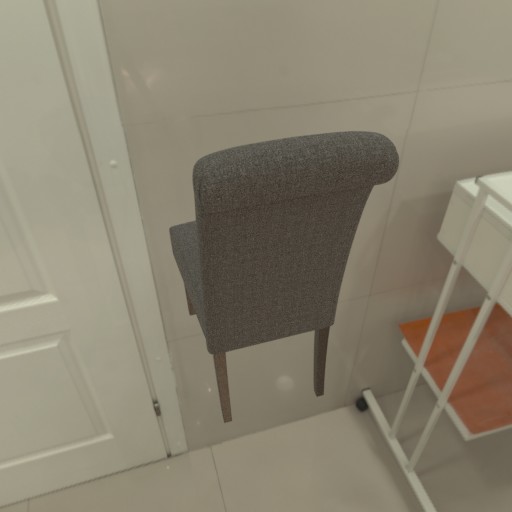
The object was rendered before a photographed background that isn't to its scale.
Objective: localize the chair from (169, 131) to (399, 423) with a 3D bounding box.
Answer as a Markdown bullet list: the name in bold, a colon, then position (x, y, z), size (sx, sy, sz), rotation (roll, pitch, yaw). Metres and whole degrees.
- **chair**: position (0.000, 0.000, 1.366), size (0.456, 1.006, 0.671), rotation (-11, 41, -13)
